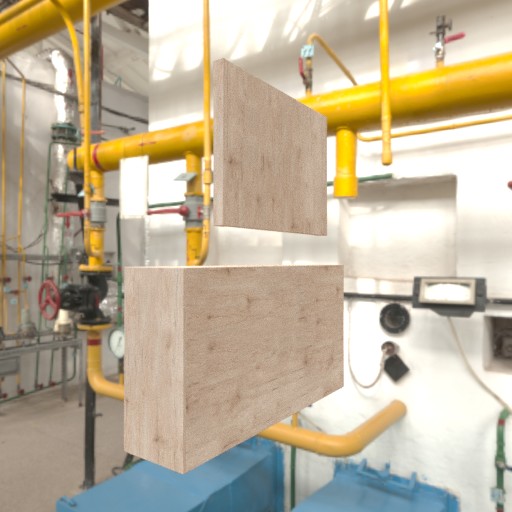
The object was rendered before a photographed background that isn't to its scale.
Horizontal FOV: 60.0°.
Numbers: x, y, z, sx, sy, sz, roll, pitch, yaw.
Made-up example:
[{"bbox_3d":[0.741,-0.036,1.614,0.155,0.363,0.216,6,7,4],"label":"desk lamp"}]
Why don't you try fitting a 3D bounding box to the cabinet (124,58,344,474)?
[{"bbox_3d":[0.000,0.000,2.803,0.420,1.981,1.700,0,-1,36],"label":"cabinet"}]
